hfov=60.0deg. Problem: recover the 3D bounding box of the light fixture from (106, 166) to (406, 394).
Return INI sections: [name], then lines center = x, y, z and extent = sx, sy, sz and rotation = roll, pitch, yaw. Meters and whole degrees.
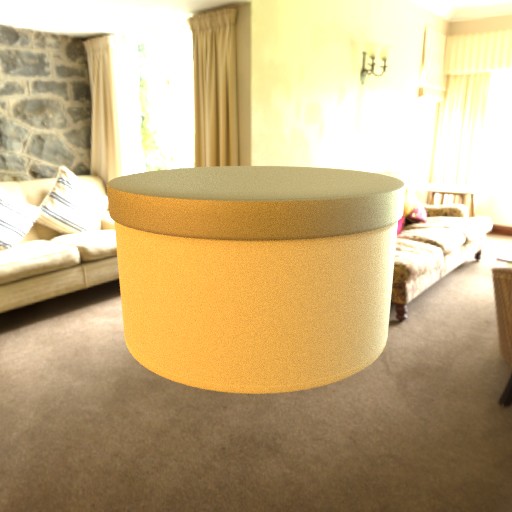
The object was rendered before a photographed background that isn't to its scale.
[light fixture]
center = 0.000, 0.000, 0.642
extent = 0.393, 0.229, 0.393
rotation = 0, 16, 0
